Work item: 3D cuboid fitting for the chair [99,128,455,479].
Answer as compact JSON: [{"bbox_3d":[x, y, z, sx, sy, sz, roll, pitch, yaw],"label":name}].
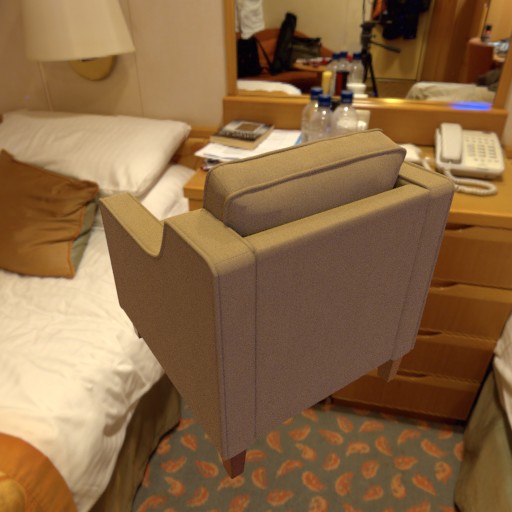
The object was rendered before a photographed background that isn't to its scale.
[{"bbox_3d":[0.000,0.000,1.614,0.831,0.960,0.909,-19,37,-28],"label":"chair"}]
